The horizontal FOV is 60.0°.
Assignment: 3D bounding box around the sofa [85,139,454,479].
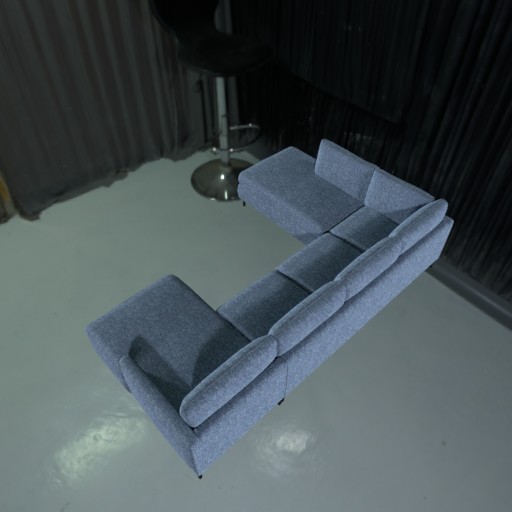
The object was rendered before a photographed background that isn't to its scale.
[{"bbox_3d":[0.000,0.000,3.576,2.737,0.756,1.879,-34,55,-28],"label":"sofa"}]
